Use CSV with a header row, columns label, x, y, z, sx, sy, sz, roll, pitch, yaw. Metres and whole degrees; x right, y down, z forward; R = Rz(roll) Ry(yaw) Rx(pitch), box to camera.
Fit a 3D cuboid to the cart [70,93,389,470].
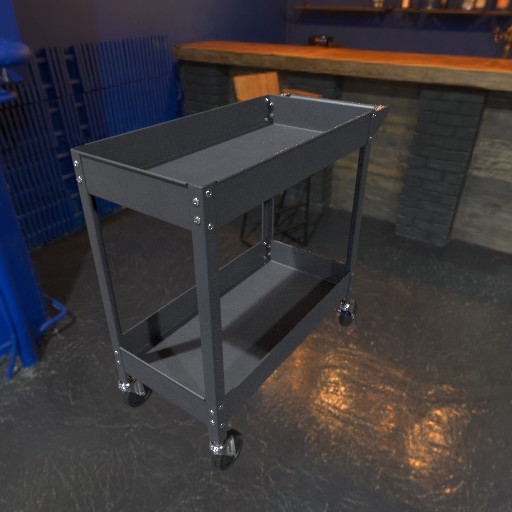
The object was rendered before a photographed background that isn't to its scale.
label,x,y,z,sx,sy,sz,roll,pitch,yaw
cart,0.000,0.000,1.203,0.366,0.719,0.779,20,36,30
